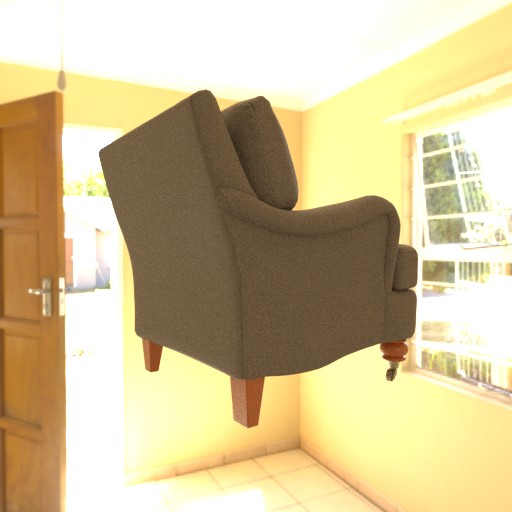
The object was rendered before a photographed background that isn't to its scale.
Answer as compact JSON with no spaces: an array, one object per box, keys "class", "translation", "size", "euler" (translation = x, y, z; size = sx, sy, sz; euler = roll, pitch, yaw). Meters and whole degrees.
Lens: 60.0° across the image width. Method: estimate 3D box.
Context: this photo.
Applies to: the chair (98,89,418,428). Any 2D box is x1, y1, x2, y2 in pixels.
[{"class":"chair","translation":[0.000,0.000,1.879],"size":[1.070,1.038,0.955],"euler":[-1,1,-36]}]
